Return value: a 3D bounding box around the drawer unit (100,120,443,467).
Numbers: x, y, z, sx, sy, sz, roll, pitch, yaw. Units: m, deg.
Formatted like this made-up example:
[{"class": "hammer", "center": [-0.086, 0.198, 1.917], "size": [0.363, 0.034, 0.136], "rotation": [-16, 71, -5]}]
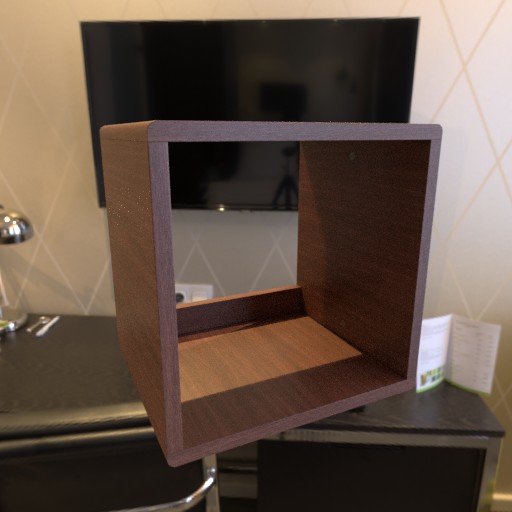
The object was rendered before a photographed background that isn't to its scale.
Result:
[{"class": "drawer unit", "center": [0.000, 0.000, 0.619], "size": [0.349, 0.351, 0.290], "rotation": [-7, 17, -25]}]
